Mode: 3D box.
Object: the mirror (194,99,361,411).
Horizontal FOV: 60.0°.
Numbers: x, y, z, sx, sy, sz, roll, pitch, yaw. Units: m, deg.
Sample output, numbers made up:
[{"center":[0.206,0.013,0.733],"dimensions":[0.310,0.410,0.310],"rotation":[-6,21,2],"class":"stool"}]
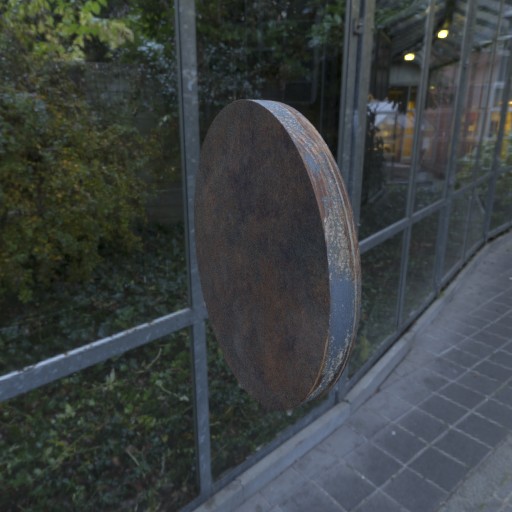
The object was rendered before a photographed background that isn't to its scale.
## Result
[{"center":[0.000,0.000,0.881],"dimensions":[0.061,0.585,0.585],"rotation":[-8,18,-25],"class":"mirror"}]
